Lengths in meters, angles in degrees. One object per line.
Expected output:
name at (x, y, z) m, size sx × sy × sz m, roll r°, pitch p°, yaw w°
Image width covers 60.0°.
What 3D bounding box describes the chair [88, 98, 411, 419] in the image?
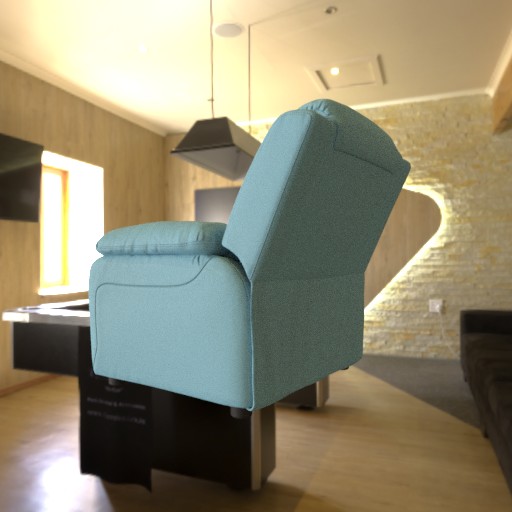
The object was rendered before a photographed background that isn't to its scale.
chair at (0.000, 0.000, 1.260) m, size 0.709 × 0.702 × 0.680 m, roll 0°, pitch 0°, yaw 36°
